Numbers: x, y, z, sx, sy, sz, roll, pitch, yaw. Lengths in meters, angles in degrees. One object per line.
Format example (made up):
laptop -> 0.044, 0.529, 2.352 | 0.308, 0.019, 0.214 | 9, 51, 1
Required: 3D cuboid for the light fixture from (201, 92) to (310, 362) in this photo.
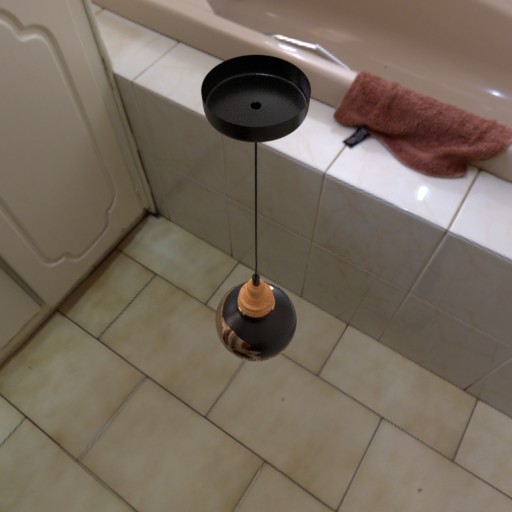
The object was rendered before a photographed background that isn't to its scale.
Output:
light fixture -> 0.000, 0.000, 1.794 | 0.430, 1.606, 0.430 | 32, 64, 18
